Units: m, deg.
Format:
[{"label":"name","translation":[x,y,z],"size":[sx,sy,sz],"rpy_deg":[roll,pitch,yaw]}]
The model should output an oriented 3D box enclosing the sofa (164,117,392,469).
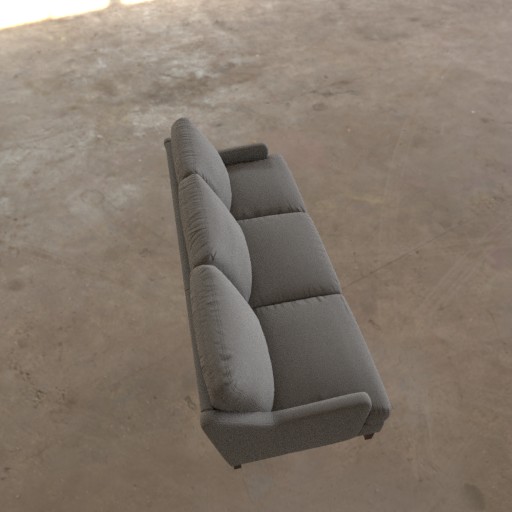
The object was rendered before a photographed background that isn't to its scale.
[{"label":"sofa","translation":[0.000,0.000,2.937],"size":[0.987,0.926,2.344],"rpy_deg":[-9,48,-8]}]
